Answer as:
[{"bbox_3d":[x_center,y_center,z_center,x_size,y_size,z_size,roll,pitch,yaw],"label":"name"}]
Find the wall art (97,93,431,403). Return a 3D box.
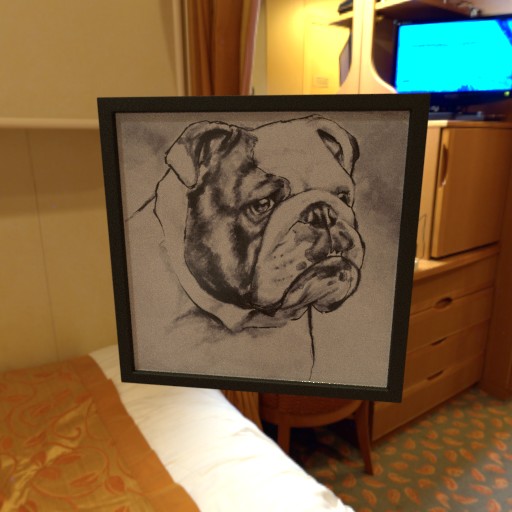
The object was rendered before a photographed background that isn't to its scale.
[{"bbox_3d":[0.000,0.000,0.964,0.663,0.659,0.016,2,15,7],"label":"wall art"}]
